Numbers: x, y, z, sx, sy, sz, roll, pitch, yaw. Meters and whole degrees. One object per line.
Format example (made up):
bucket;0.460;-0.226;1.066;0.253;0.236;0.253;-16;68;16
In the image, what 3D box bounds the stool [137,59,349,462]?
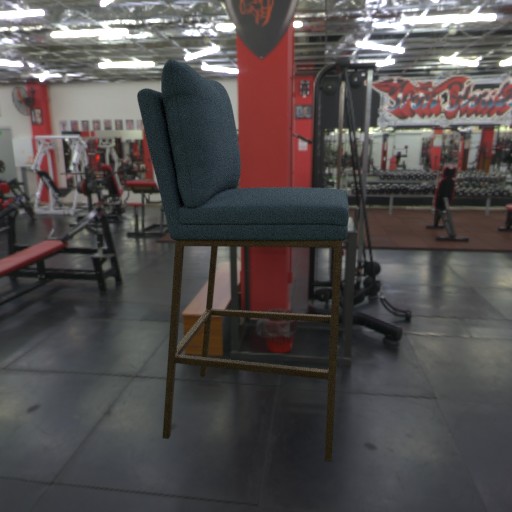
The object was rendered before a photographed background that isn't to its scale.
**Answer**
stool;0.000;0.000;1.435;0.568;1.124;0.463;3;14;10
